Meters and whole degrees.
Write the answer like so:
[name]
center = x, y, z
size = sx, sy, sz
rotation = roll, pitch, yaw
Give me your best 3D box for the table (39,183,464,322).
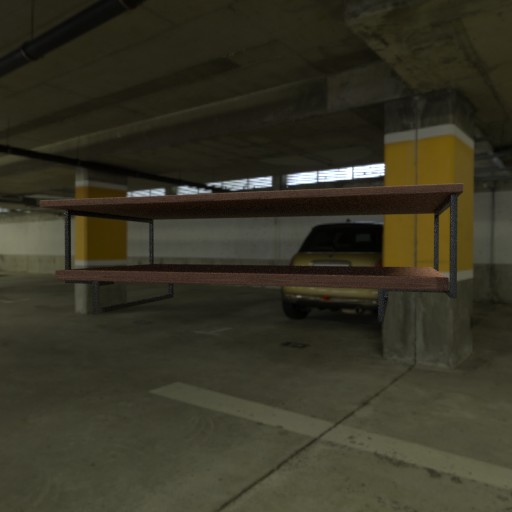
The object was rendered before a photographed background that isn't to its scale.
[table]
center = 0.000, 0.000, 1.497
size = 1.197, 0.347, 0.651
rotation = 0, 1, 18
